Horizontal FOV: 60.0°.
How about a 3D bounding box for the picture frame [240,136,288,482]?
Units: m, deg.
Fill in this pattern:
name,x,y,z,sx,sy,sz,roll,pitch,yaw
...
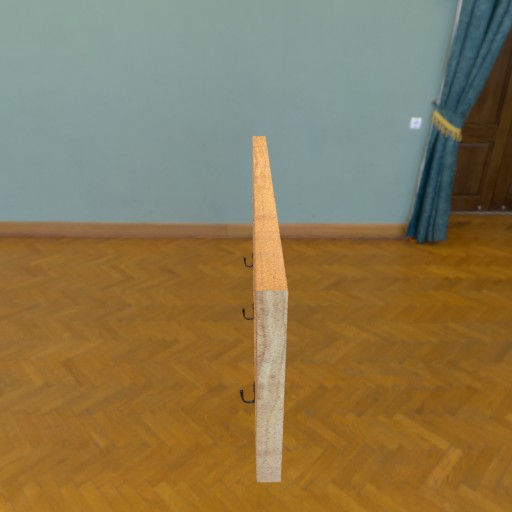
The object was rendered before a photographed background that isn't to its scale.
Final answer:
name,x,y,z,sx,sy,sz,roll,pitch,yaw
picture frame,0.000,0.000,0.669,0.045,0.234,0.582,0,27,-1
